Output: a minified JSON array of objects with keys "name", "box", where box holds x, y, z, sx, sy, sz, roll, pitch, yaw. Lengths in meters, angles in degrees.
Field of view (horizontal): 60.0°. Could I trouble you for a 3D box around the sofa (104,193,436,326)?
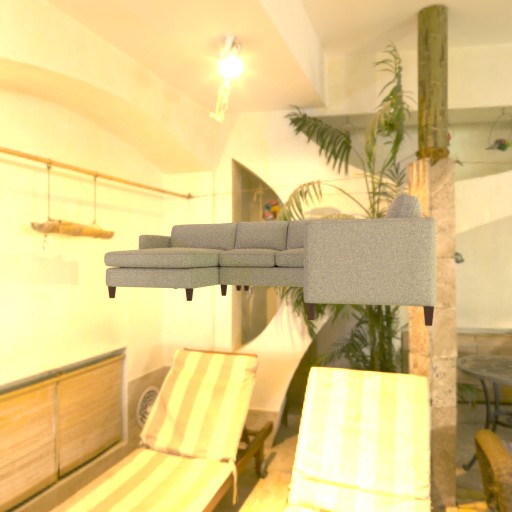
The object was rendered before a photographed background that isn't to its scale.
[{"name":"sofa","box":[0.000,0.000,4.755,3.460,0.959,2.593,0,0,19]}]
